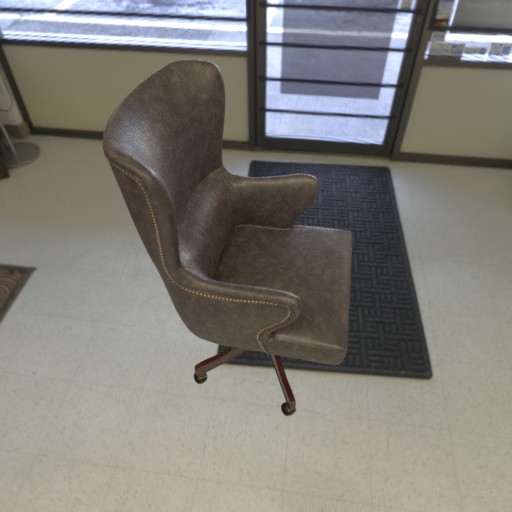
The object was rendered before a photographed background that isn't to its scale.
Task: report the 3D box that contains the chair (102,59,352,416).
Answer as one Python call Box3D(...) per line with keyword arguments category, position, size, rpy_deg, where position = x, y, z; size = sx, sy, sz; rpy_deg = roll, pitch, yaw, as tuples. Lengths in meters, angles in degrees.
Box3D(category="chair", position=(0.000, 0.000, 1.453), size=(0.717, 1.037, 0.594), rpy_deg=(8, 46, 7))
